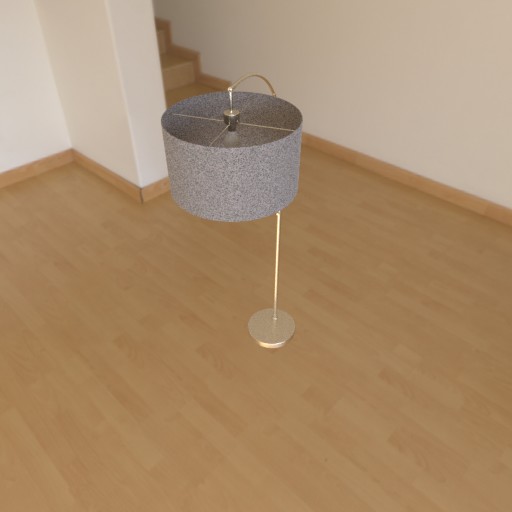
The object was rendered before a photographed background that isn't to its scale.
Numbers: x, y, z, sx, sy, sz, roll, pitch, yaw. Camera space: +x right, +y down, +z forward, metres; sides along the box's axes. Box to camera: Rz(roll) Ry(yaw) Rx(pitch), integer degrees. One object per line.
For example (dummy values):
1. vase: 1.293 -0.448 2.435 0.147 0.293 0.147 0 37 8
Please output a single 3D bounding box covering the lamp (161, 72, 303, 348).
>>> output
1. lamp: 0.000 0.000 2.093 0.452 1.735 0.934 12 41 14
